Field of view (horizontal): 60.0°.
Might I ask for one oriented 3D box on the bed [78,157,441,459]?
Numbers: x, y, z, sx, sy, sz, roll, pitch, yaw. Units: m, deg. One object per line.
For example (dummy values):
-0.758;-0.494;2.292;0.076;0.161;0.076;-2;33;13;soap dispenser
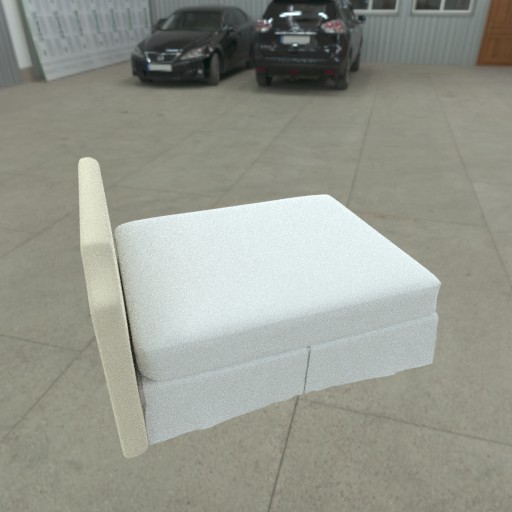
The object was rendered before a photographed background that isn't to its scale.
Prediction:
0.000;0.000;3.225;2.209;1.296;1.827;-10;32;-17;bed
